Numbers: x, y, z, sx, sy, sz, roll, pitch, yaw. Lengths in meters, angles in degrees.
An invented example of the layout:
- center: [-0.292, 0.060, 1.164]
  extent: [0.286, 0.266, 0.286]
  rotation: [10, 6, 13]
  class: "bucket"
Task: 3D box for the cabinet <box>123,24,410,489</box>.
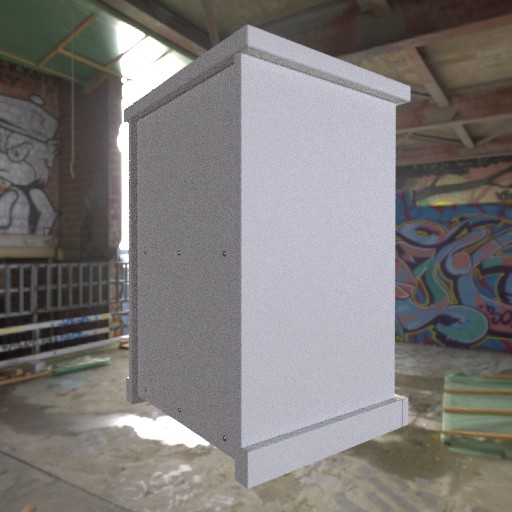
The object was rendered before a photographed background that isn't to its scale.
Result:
- center: [0.000, 0.000, 1.021]
  extent: [0.431, 0.723, 0.520]
  rotation: [-1, 1, -37]
  class: "cabinet"
